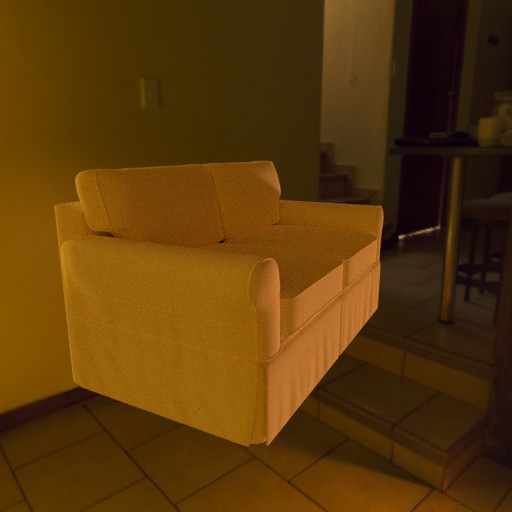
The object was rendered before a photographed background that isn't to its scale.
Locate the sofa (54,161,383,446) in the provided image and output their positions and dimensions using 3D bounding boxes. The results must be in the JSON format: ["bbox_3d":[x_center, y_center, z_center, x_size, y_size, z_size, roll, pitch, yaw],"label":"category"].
[{"bbox_3d":[0.000,0.000,2.332,0.991,0.940,1.727,7,15,28],"label":"sofa"}]
